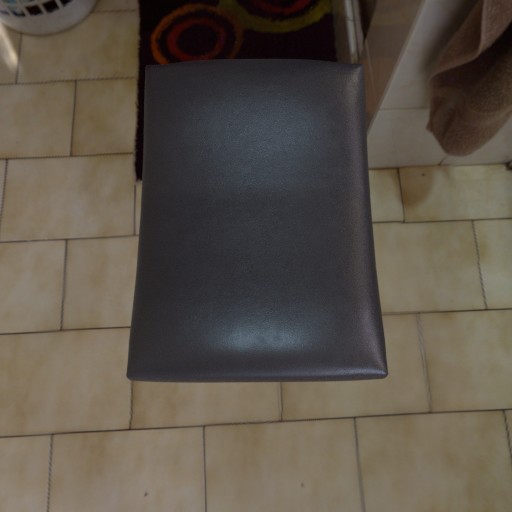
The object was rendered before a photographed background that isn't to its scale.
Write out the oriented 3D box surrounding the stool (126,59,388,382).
[{"bbox_3d":[0.000,0.000,0.946,0.372,0.654,0.504,0,76,0],"label":"stool"}]
